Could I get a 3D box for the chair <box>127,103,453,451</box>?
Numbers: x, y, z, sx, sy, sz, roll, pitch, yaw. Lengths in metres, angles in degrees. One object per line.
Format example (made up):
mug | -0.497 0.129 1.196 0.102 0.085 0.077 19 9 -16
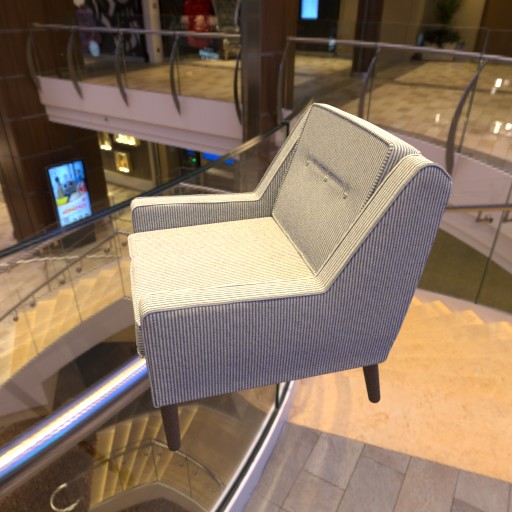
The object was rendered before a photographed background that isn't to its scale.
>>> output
chair | 0.000 0.000 1.337 0.743 0.792 0.663 -8 31 -13
